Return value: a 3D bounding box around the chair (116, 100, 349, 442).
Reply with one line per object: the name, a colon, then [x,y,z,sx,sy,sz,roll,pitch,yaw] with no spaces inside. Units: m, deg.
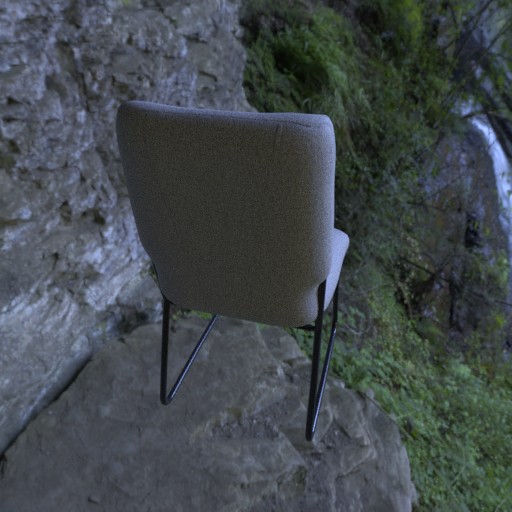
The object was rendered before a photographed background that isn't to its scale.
chair: [0.000,0.000,1.165,0.448,0.864,0.560,9,33,14]
